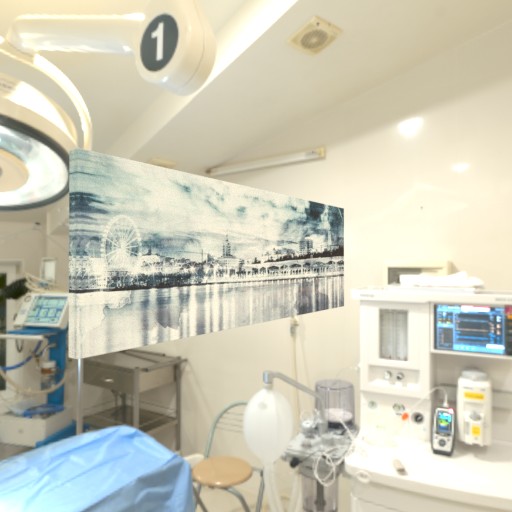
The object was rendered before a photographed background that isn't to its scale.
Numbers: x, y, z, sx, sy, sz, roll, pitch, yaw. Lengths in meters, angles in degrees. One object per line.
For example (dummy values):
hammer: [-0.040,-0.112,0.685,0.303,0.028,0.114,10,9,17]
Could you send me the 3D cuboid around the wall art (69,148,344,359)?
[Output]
wall art: [0.000,0.000,1.694,0.037,0.509,1.524,0,-1,36]
